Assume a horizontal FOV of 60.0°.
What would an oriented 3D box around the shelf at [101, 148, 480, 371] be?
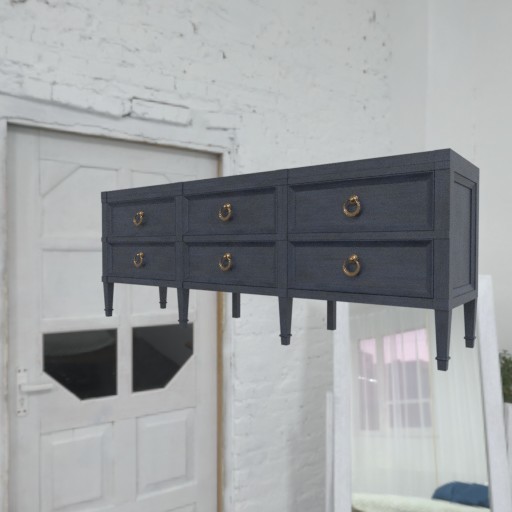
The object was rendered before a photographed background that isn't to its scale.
[{"bbox_3d":[0.000,0.000,2.154,1.878,0.715,0.471,1,2,37],"label":"shelf"}]
